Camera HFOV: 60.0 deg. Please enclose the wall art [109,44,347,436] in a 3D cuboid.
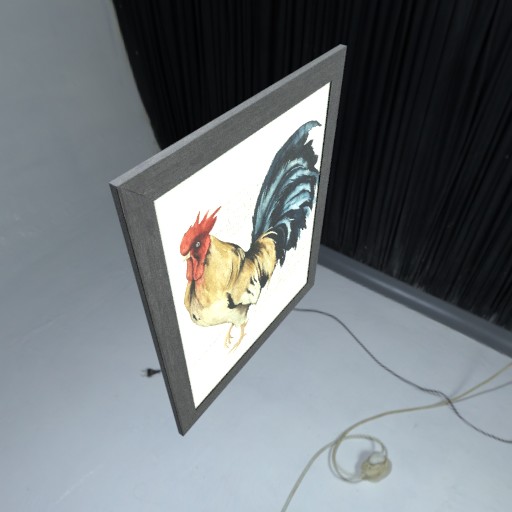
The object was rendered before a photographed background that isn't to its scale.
[{"bbox_3d":[0.000,0.000,0.773,0.013,0.570,0.476,27,51,25],"label":"wall art"}]
